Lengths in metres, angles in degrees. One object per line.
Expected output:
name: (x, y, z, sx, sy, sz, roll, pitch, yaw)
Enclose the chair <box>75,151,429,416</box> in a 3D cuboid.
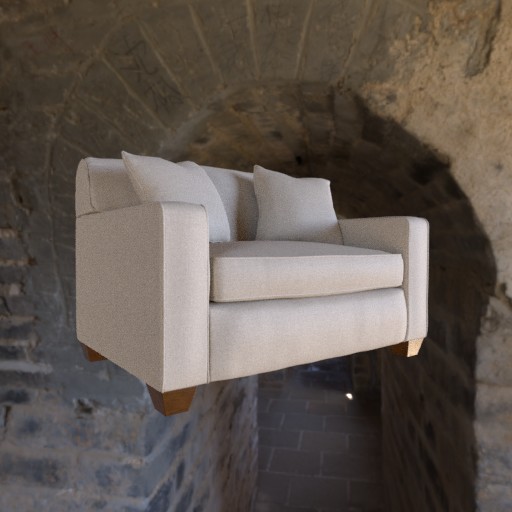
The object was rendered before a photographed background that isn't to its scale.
chair: (0.000, 0.000, 2.073, 1.383, 0.948, 1.000, -1, 2, -36)
